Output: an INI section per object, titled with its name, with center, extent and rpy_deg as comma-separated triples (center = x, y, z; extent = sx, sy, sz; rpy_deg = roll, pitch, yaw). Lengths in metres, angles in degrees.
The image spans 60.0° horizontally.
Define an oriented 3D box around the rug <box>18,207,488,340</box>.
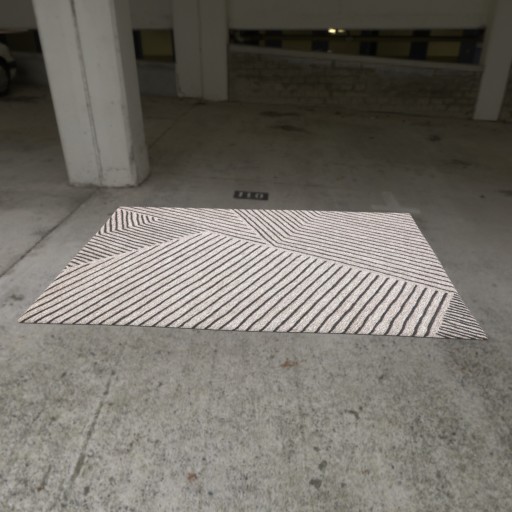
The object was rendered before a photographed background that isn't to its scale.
[rug]
center = 0.000, 0.000, 2.264
extent = 1.842, 0.019, 1.237
rpy_deg = 2, 28, 3
